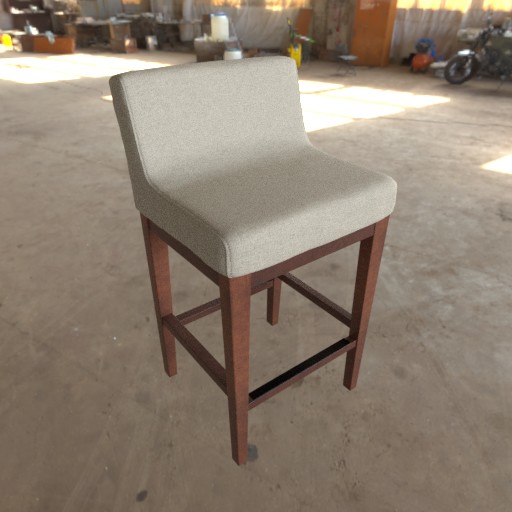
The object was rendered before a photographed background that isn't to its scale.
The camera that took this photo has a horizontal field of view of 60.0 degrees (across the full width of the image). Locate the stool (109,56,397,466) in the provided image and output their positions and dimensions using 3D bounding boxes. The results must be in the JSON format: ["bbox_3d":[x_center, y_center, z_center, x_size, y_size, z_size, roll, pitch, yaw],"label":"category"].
[{"bbox_3d":[0.000,0.000,1.208,0.511,0.937,0.500,-21,37,-31],"label":"stool"}]
